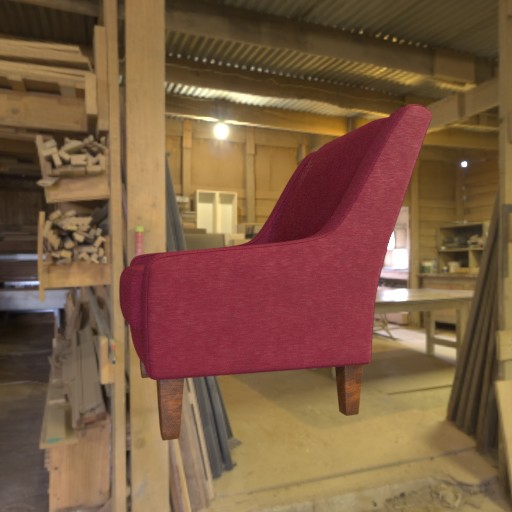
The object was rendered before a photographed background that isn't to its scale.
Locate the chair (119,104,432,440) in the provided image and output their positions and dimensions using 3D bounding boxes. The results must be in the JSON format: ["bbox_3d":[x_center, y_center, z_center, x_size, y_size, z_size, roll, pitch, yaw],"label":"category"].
[{"bbox_3d":[0.000,0.000,1.677,0.985,1.017,0.793,0,0,-19],"label":"chair"}]
